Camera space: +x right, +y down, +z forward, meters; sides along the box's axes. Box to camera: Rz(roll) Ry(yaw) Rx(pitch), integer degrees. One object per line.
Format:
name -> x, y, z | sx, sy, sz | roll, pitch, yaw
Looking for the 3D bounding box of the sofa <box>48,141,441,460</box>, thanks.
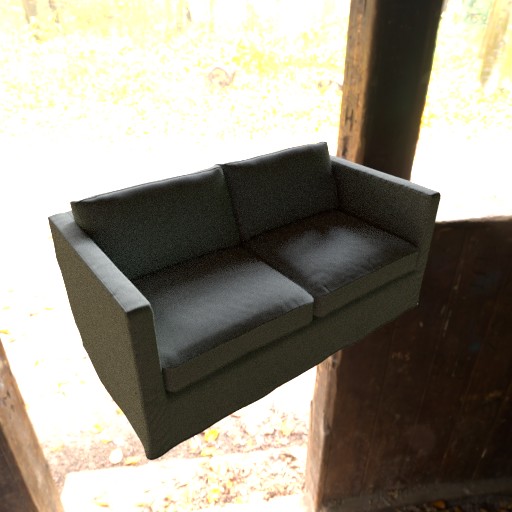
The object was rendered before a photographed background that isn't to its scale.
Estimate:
sofa -> 0.000, 0.000, 2.275 | 1.727, 0.830, 0.944 | -21, 36, -31
